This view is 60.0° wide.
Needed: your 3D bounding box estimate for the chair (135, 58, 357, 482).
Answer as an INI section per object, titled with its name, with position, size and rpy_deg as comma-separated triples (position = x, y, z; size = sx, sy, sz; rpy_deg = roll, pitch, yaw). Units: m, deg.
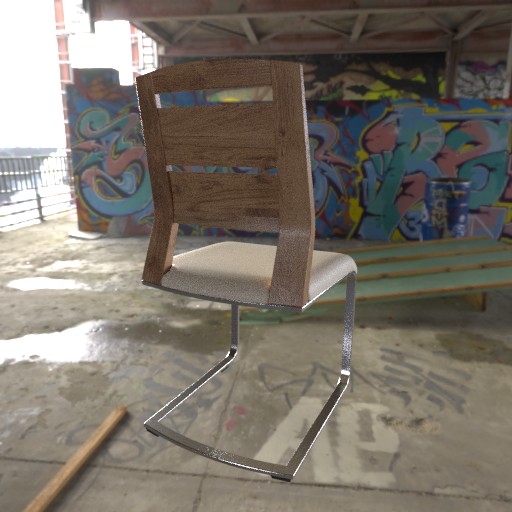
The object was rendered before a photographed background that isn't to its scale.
[chair]
position = 0.000, 0.000, 1.256
size = 0.457, 0.955, 0.561
rpy_deg = 7, 15, 26
